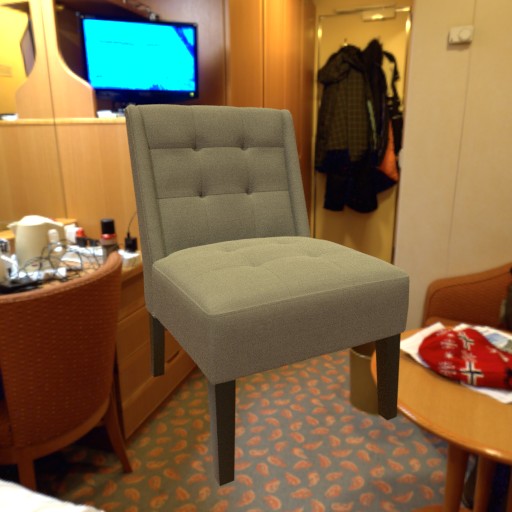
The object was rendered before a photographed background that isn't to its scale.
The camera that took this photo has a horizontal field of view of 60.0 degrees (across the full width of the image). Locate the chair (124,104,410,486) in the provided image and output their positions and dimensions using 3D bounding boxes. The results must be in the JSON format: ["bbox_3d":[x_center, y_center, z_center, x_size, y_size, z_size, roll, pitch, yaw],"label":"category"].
[{"bbox_3d":[0.000,0.000,1.279,0.569,0.853,0.676,-8,17,-27],"label":"chair"}]
